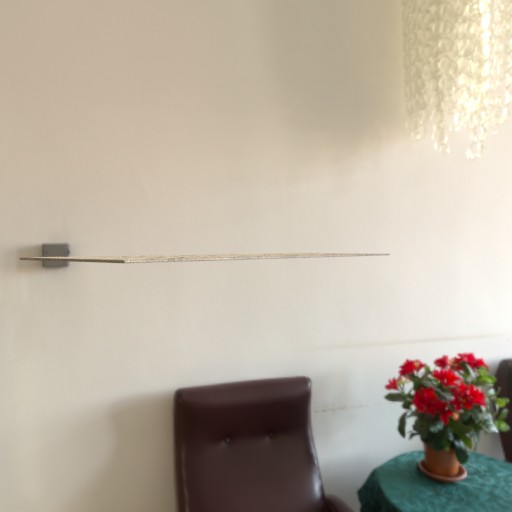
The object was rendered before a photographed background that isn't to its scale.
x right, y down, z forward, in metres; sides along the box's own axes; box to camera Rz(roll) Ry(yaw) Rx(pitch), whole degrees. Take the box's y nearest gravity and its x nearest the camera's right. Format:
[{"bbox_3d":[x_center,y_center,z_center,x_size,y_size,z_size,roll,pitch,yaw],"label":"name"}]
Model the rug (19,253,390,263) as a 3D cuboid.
[{"bbox_3d":[0.000,0.000,2.678,0.750,0.011,2.435,1,1,37],"label":"rug"}]
